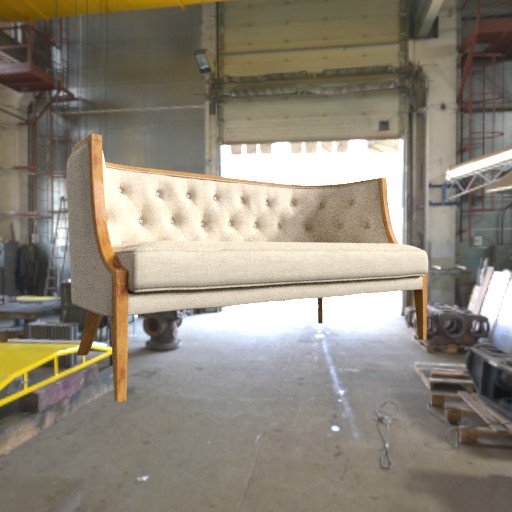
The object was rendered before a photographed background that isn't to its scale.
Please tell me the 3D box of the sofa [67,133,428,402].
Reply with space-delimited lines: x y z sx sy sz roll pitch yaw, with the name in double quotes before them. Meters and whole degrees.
"sofa" 0.000 0.000 1.901 1.474 0.775 0.770 -1 1 -36
